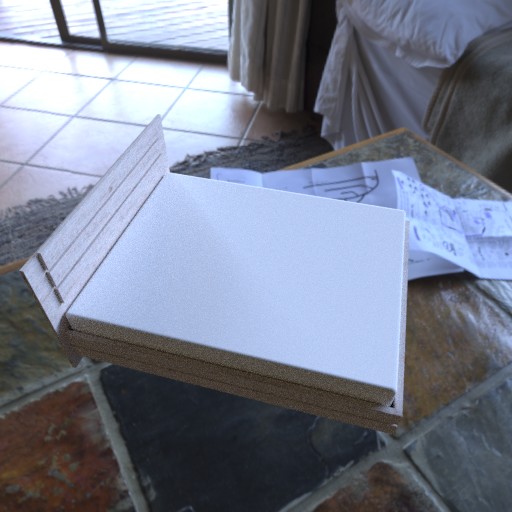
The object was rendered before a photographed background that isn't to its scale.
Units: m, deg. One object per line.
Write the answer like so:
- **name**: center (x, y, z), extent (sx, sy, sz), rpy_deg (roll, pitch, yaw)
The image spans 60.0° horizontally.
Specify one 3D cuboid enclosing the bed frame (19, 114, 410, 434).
- **bed frame**: center (0.000, 0.000, 3.042), extent (2.080, 0.970, 1.750), rpy_deg (11, 46, 11)
